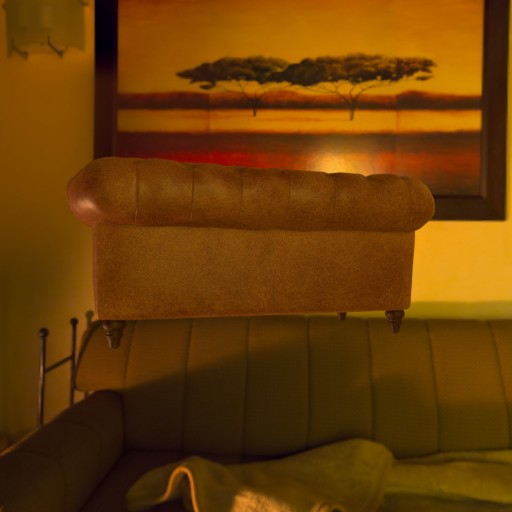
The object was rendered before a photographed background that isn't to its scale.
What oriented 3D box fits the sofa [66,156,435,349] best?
[{"bbox_3d":[0.000,0.000,2.476,1.979,0.877,1.042,0,-1,-17],"label":"sofa"}]
